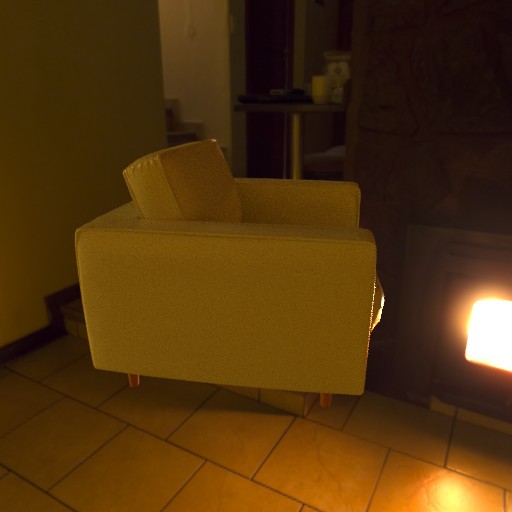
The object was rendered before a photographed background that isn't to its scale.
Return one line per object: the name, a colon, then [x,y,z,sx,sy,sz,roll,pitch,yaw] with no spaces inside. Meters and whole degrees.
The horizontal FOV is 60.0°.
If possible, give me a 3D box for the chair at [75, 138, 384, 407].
chair: [0.000,0.000,1.575,0.843,0.773,0.928,3,19,9]
